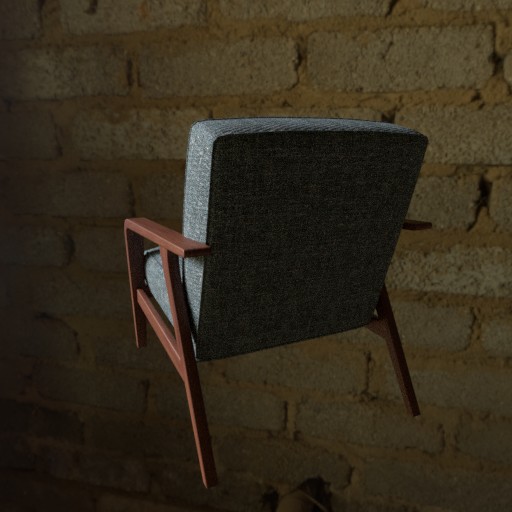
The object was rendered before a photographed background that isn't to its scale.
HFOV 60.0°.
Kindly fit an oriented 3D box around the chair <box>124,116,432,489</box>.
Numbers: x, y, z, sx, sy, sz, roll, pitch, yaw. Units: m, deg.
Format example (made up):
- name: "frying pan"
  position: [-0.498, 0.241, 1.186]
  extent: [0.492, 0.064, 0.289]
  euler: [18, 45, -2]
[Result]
- name: "chair"
  position: [0.000, 0.000, 1.476]
  extent: [0.719, 0.864, 0.889]
  euler: [-7, 17, -25]
